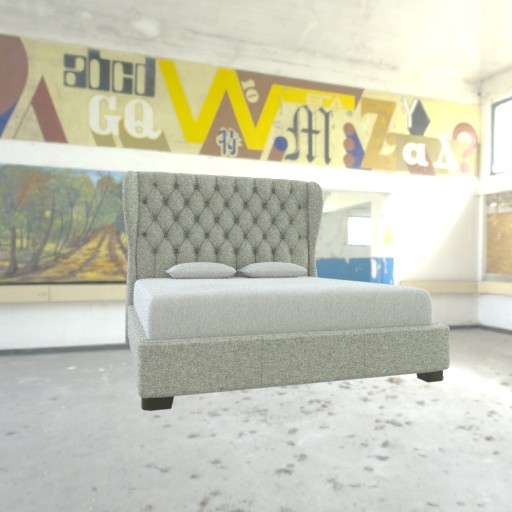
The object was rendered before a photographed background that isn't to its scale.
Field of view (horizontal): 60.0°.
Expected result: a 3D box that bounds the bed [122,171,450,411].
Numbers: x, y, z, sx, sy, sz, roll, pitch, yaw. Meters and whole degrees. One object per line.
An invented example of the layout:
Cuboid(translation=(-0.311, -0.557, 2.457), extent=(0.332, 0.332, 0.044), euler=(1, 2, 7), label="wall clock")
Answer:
Cuboid(translation=(0.000, 0.000, 3.897), extent=(2.219, 1.771, 2.347), euler=(0, 0, -18), label="bed")
